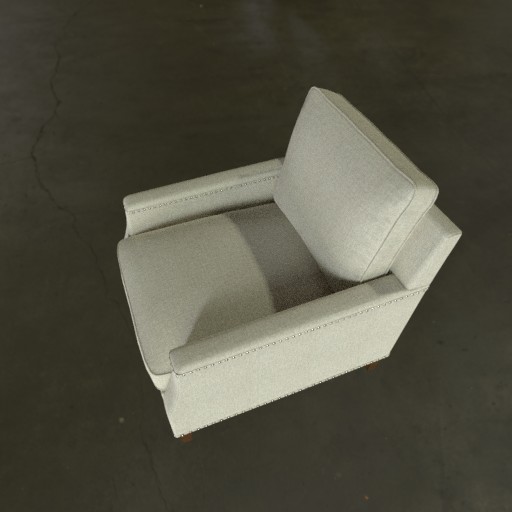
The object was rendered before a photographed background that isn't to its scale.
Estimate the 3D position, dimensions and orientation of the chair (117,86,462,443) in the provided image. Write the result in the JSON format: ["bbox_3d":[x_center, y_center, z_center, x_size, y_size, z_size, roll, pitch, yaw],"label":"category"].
[{"bbox_3d":[0.000,0.000,1.708,1.014,0.943,0.853,-16,50,-14],"label":"chair"}]
